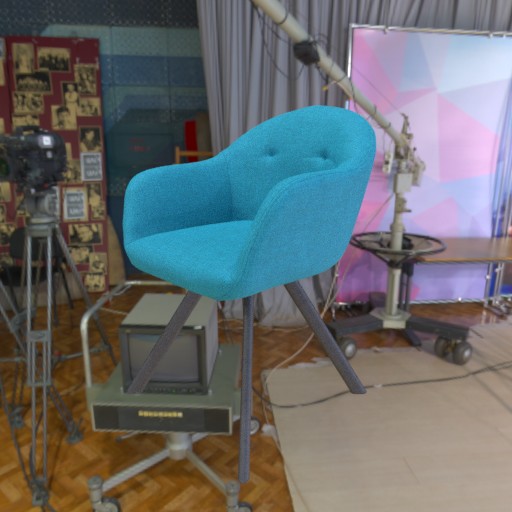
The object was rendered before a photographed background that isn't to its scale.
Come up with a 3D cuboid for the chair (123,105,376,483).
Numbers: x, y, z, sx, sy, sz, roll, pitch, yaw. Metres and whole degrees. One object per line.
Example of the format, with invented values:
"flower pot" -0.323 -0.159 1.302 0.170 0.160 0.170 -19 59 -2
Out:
"chair" 0.000 0.000 1.171 0.565 0.775 0.545 -15 22 -43
